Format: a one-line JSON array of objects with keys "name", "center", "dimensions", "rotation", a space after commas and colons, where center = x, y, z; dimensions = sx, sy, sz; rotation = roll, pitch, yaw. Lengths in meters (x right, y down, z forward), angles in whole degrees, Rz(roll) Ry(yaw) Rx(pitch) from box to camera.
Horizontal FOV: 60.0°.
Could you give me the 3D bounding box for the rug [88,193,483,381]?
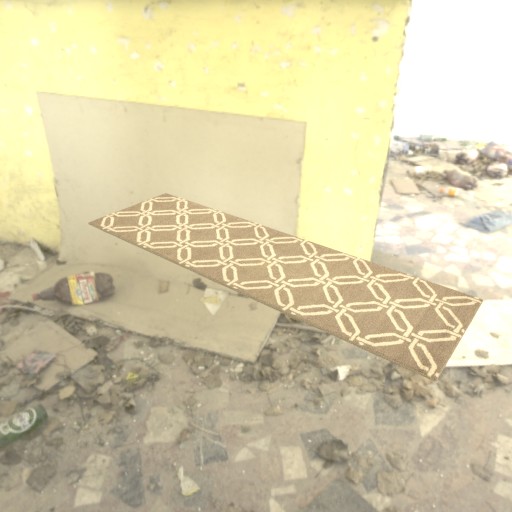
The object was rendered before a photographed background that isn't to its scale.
[{"name": "rug", "center": [0.000, 0.000, 2.528], "dimensions": [2.276, 0.014, 0.678], "rotation": [21, 36, 33]}]
